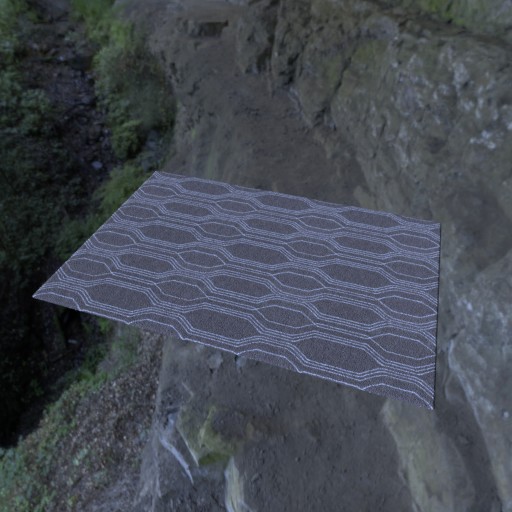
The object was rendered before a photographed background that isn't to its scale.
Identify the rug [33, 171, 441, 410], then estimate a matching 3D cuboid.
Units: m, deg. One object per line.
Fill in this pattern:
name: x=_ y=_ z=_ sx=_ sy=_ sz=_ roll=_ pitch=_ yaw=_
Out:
rug: x=0.000 y=0.000 z=2.330 sx=1.836 sy=0.012 sz=1.239 roll=12 pitch=43 yaw=14
